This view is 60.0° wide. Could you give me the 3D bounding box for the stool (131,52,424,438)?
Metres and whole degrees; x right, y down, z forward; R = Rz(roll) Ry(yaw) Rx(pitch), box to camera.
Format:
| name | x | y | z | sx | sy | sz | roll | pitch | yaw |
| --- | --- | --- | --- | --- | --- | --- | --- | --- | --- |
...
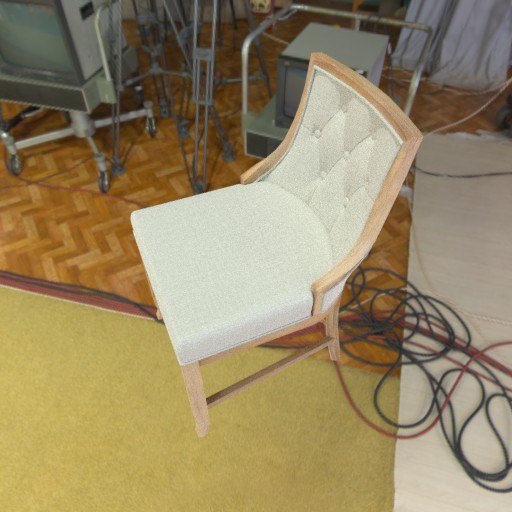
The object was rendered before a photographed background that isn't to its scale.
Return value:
| name | x | y | z | sx | sy | sz | roll | pitch | yaw |
| --- | --- | --- | --- | --- | --- | --- | --- | --- | --- |
| stool | 0.000 | 0.000 | 1.316 | 0.626 | 0.938 | 0.524 | -18 | 50 | -15 |
